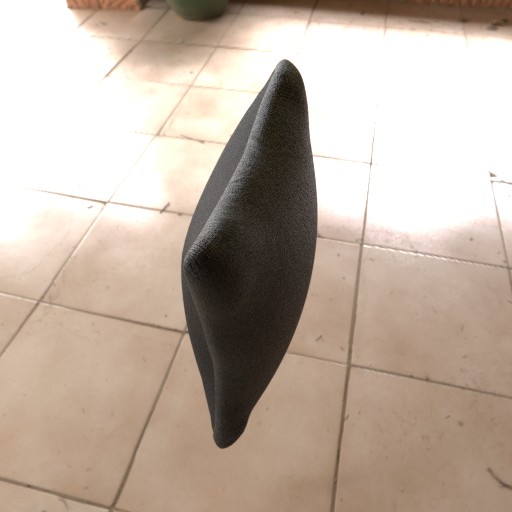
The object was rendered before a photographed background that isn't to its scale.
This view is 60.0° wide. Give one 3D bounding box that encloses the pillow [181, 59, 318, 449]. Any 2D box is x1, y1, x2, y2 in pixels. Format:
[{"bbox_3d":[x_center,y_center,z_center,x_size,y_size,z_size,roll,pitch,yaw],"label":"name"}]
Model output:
[{"bbox_3d":[0.000,0.000,0.805,0.210,0.523,0.533,9,48,8],"label":"pillow"}]
